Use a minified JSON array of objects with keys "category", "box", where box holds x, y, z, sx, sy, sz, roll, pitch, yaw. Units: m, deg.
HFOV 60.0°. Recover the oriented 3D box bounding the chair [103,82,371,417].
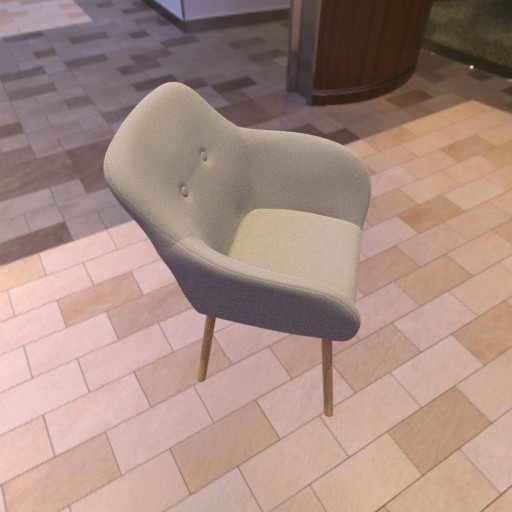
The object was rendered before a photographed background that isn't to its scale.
[{"category":"chair","box":[0.000,0.000,1.261,0.590,0.830,0.570,9,47,9]}]
